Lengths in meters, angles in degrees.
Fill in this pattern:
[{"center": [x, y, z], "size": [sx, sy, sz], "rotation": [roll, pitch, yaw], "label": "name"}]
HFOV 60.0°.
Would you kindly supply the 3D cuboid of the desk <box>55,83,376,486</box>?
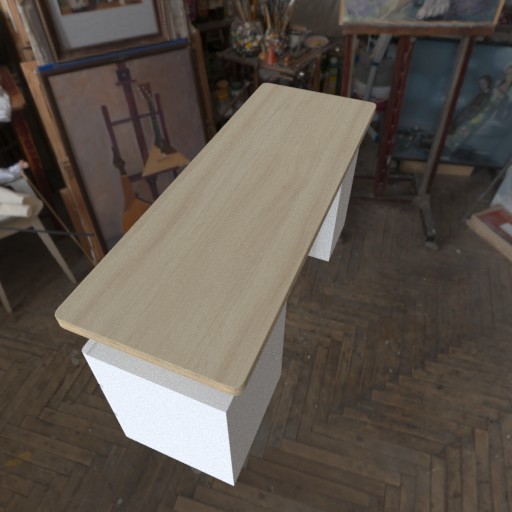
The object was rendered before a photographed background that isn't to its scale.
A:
[{"center": [0.000, 0.000, 1.849], "size": [0.550, 0.755, 1.500], "rotation": [17, 48, 16], "label": "desk"}]
